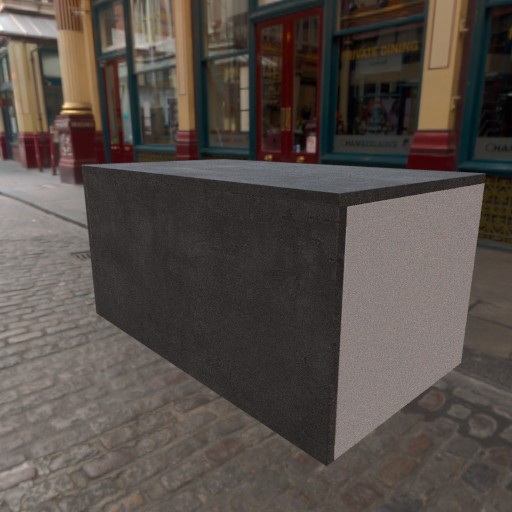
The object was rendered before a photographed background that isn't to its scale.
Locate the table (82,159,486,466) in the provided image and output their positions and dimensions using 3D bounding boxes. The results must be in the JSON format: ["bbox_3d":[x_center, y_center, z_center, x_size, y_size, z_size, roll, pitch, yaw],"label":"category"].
[{"bbox_3d":[0.000,0.000,0.903,0.400,0.350,0.700,-13,20,-41],"label":"table"}]
